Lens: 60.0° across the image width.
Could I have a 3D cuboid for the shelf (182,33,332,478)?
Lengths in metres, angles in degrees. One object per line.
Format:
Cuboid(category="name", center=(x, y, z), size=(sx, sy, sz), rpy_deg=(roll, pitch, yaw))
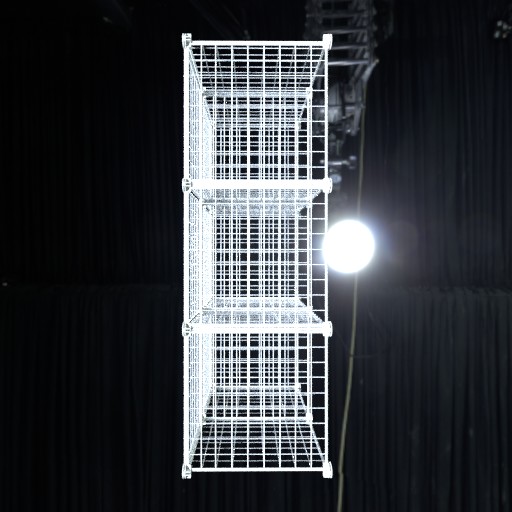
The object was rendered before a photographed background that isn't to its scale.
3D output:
Cuboid(category="shelf", center=(0.000, 0.000, 1.407), size=(0.356, 1.067, 0.711), rpy_deg=(0, 0, -1))
